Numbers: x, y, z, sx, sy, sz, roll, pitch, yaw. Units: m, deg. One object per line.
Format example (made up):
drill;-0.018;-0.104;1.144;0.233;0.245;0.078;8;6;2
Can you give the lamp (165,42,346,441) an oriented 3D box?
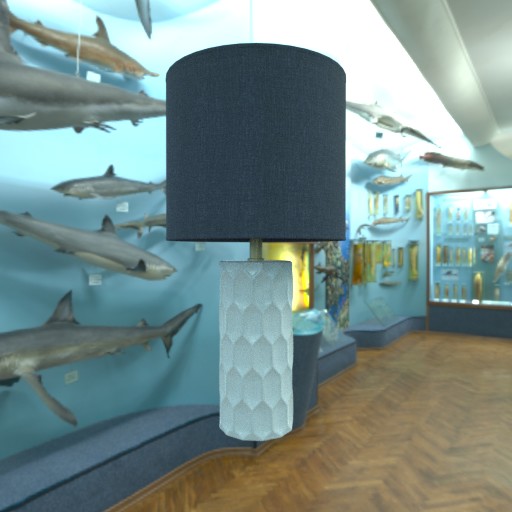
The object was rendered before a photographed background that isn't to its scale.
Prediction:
lamp;0.000;0.000;0.695;0.277;0.537;0.277;1;1;35
